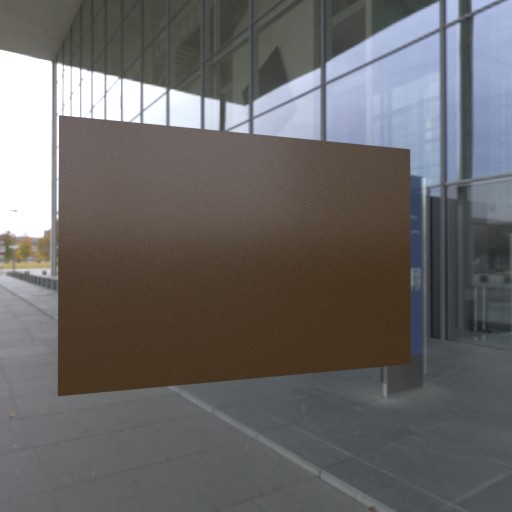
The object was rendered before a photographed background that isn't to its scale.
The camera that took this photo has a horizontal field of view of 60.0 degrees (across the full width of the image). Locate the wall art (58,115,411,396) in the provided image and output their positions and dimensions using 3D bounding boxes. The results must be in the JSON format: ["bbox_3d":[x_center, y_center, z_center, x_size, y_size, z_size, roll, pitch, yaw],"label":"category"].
[{"bbox_3d":[0.000,0.000,1.403,1.145,0.762,0.041,0,-1,-19],"label":"wall art"}]
